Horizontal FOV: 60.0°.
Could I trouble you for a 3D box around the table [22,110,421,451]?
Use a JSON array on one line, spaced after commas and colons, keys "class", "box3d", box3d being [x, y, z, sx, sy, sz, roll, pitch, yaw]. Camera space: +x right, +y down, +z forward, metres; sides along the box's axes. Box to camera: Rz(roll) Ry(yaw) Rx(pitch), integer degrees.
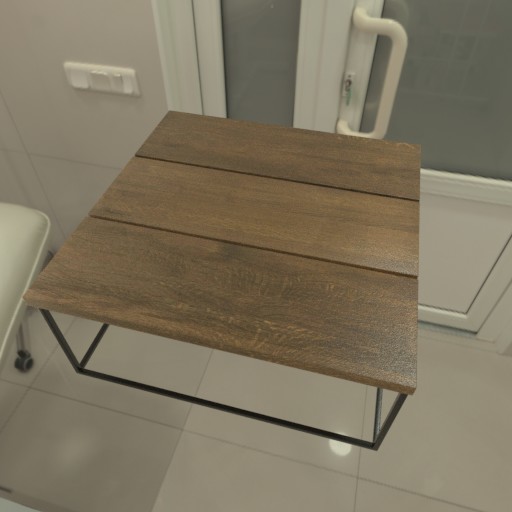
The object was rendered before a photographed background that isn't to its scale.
[{"class": "table", "box3d": [0.000, 0.000, 1.405, 0.900, 0.400, 0.900, 11, 48, 10]}]
